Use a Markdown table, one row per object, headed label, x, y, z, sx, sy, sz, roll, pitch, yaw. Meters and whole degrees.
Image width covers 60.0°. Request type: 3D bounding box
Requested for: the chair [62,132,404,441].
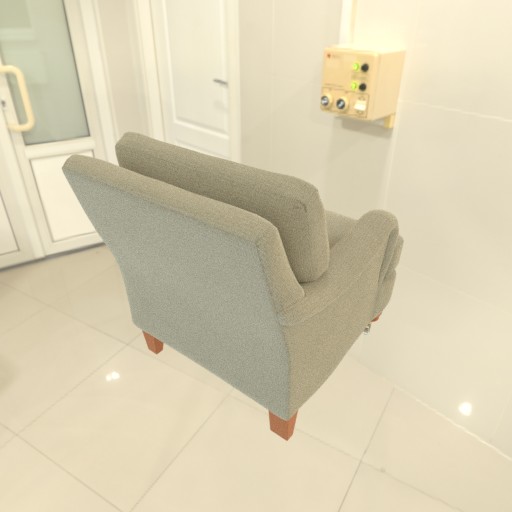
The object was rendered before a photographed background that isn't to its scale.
| label | x | y | z | sx | sy | sz | roll | pitch | yaw |
| --- | --- | --- | --- | --- | --- | --- | --- | --- | --- |
| chair | 0.000 | 0.000 | 1.876 | 0.955 | 1.038 | 1.070 | 23 | 38 | 32 |
